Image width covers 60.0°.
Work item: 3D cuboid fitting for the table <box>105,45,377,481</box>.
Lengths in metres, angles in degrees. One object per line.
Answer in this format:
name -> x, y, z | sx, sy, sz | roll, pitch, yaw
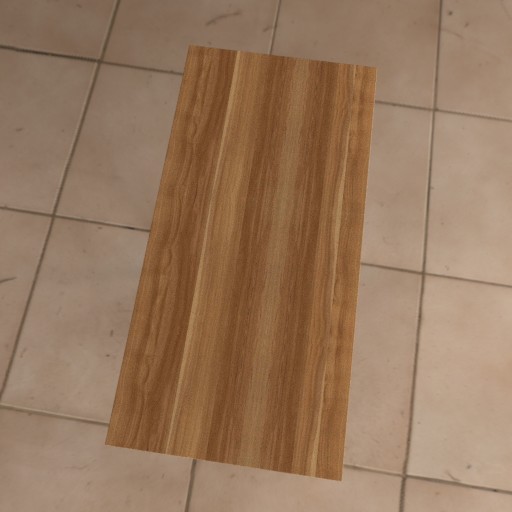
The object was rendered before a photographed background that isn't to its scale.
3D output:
table -> 0.000, 0.000, 2.464 | 1.000, 0.770, 2.000 | 8, 76, 2
